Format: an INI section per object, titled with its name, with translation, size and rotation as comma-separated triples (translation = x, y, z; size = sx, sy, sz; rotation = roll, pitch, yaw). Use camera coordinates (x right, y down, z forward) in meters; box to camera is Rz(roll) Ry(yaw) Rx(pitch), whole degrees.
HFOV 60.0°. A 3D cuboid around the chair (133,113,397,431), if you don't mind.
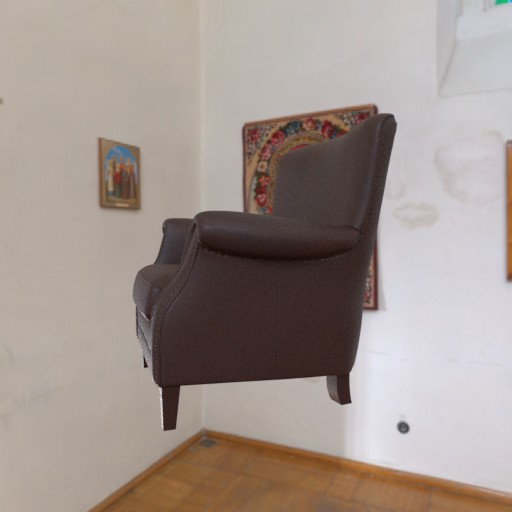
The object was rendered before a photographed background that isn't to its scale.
[chair]
translation = 0.000, 0.000, 1.394
size = 0.746, 0.800, 0.700
rotation = -1, 3, -19
